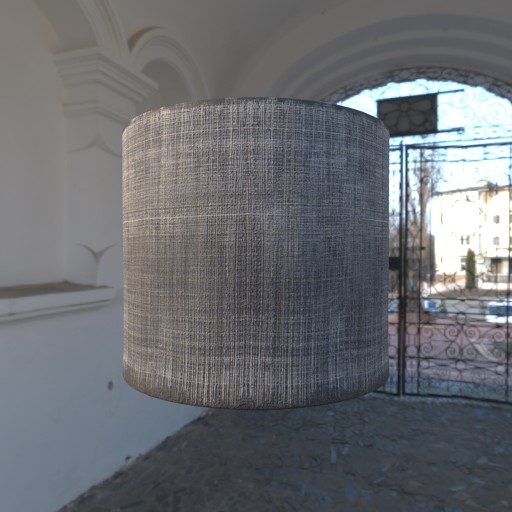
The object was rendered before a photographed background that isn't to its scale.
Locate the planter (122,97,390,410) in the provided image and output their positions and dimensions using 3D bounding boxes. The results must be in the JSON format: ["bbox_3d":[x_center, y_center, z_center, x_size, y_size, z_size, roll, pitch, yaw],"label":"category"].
[{"bbox_3d":[0.000,0.000,0.308,0.178,0.157,0.178,0,0,0],"label":"planter"}]
